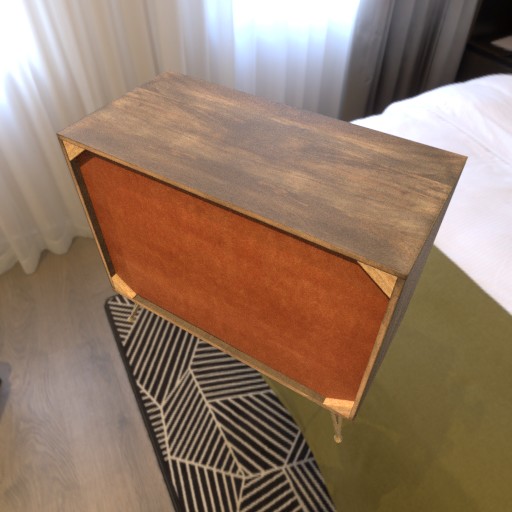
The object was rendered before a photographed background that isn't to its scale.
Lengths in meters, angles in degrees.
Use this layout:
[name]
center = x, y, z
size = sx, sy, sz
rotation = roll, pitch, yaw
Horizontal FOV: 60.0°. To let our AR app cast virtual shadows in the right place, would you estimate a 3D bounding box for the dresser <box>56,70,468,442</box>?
[dresser]
center = 0.000, 0.000, 1.387
size = 0.923, 0.801, 0.453
rotation = 24, 51, 21
